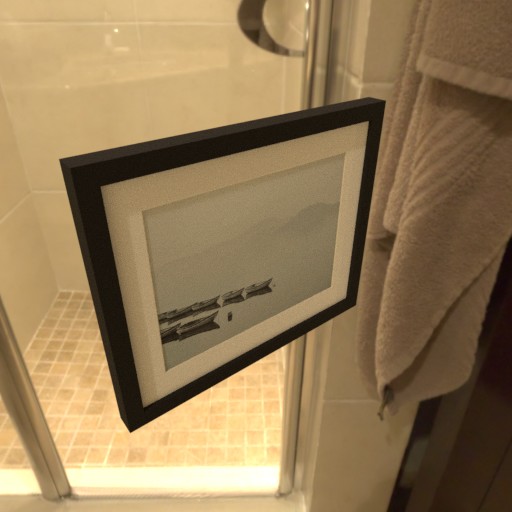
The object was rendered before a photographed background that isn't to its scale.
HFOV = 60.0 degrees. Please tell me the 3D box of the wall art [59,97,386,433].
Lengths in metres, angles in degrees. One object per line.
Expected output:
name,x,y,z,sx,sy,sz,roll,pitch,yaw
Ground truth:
wall art,0.000,0.000,0.550,0.397,0.325,0.028,-22,38,-32
